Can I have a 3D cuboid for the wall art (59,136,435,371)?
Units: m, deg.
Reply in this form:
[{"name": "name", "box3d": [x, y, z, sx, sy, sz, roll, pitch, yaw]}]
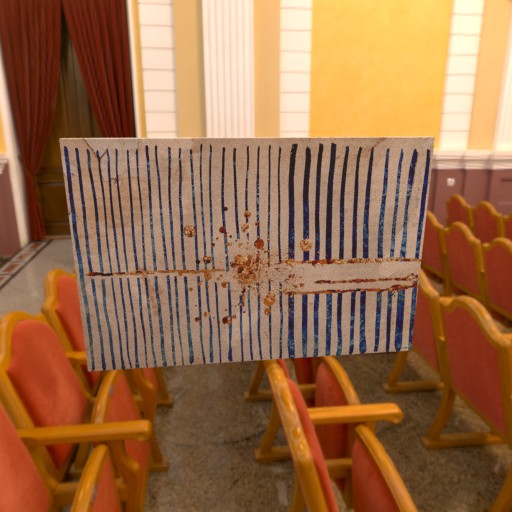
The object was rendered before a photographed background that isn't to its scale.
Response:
[{"name": "wall art", "box3d": [0.000, 0.000, 1.179, 0.919, 0.609, 0.030, -2, 17, -7]}]
